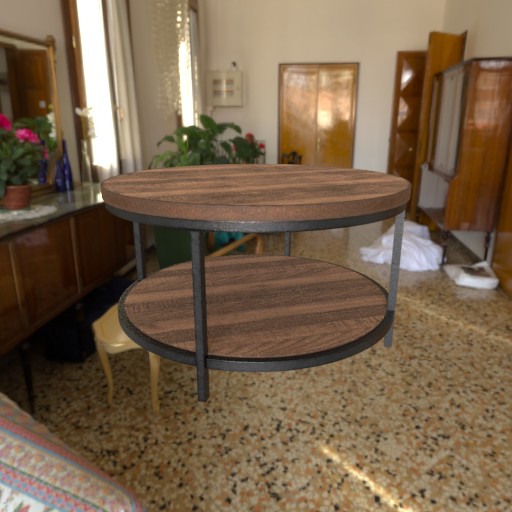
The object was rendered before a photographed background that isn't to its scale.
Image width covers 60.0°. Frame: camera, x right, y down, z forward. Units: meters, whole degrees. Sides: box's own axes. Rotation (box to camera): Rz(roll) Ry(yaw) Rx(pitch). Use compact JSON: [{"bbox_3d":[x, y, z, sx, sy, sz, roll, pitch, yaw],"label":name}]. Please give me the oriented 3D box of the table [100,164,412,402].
[{"bbox_3d":[0.000,0.000,1.325,0.837,0.462,0.837,0,17,0],"label":"table"}]
